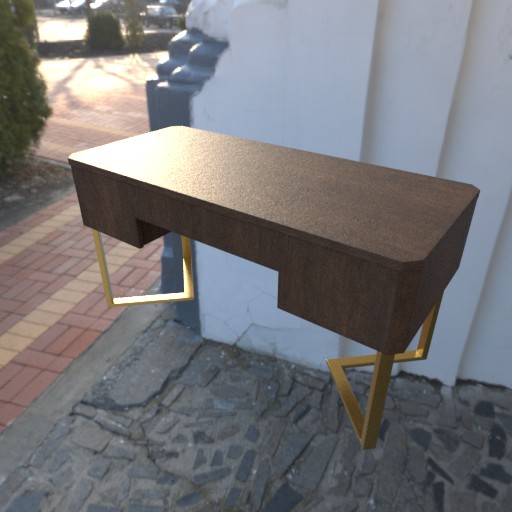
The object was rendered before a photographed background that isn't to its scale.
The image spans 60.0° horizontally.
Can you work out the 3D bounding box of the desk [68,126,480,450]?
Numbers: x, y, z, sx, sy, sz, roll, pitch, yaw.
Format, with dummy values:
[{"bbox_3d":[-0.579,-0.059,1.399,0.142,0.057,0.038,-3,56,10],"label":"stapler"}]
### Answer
[{"bbox_3d":[0.000,0.000,1.879,1.479,0.762,0.684,20,36,31],"label":"desk"}]
